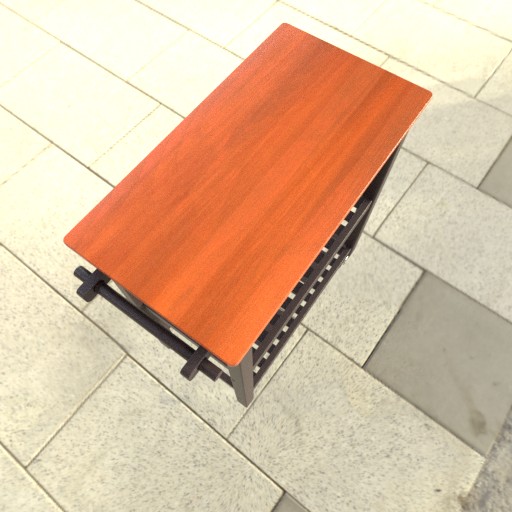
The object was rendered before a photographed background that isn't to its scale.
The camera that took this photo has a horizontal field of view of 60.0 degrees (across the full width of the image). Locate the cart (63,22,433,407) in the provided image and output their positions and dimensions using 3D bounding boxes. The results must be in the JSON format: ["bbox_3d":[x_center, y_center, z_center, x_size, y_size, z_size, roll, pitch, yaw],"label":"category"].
[{"bbox_3d":[0.000,0.000,1.429,0.457,0.927,0.899,33,69,14],"label":"cart"}]
